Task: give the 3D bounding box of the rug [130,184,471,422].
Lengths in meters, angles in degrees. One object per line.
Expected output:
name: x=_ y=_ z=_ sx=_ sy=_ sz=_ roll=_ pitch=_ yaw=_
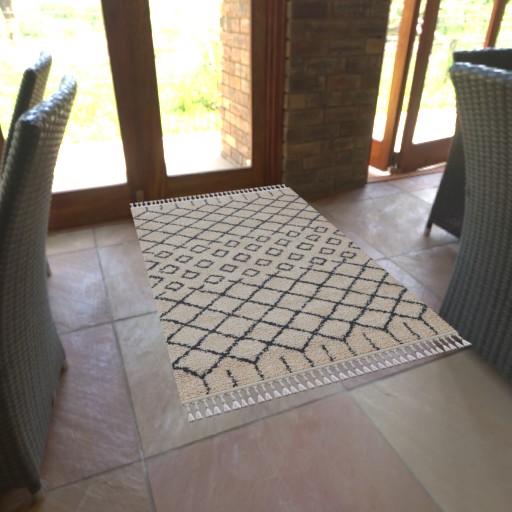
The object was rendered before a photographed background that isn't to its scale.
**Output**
rug: x=0.000 y=0.000 z=2.488 sx=1.196 sy=0.008 sz=2.006 roll=-10 pitch=31 yaw=-17
